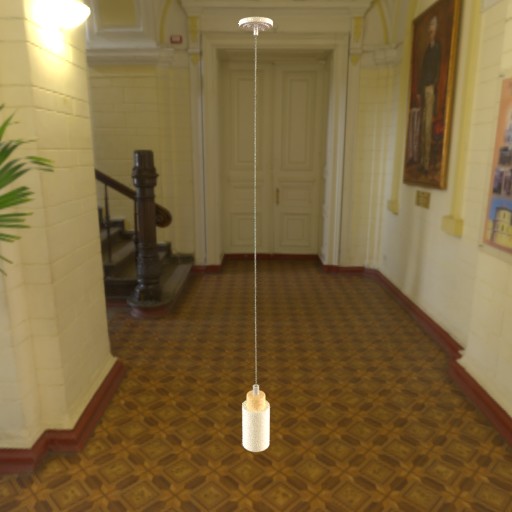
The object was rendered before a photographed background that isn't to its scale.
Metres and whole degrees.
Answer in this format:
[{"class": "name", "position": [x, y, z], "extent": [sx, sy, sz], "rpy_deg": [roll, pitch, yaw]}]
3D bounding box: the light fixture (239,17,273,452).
[{"class": "light fixture", "position": [0.000, 0.000, 1.863], "extent": [0.125, 1.798, 0.125], "rpy_deg": [13, 19, 43]}]
